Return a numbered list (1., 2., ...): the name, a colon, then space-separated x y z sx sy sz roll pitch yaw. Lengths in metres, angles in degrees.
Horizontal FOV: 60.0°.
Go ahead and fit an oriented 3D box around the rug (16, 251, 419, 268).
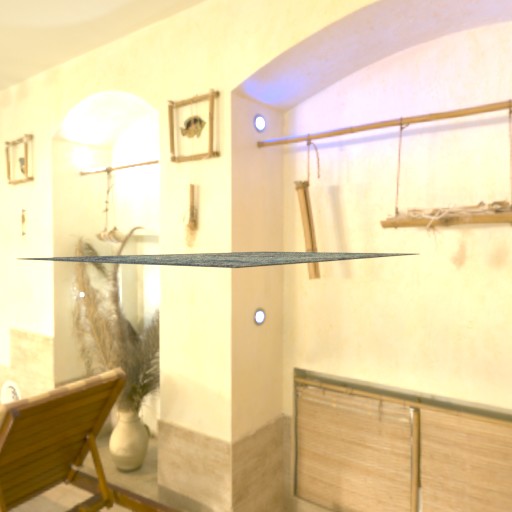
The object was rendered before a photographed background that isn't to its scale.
1. rug: 0.000 0.000 3.002 1.525 0.007 2.440 1 2 35
